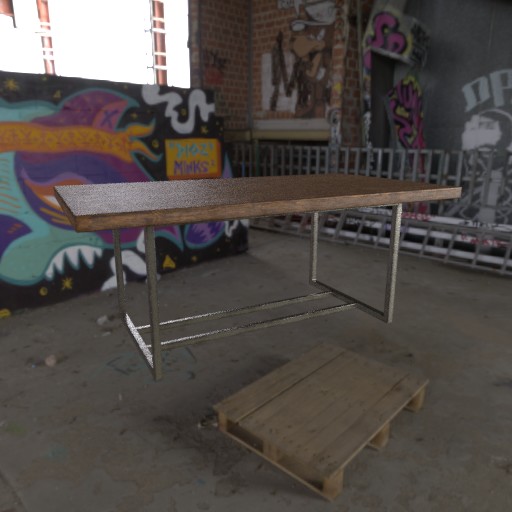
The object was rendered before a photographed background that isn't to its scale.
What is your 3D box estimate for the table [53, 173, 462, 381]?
[{"bbox_3d":[0.000,0.000,2.556,1.989,0.795,1.078,-8,17,-26],"label":"table"}]
